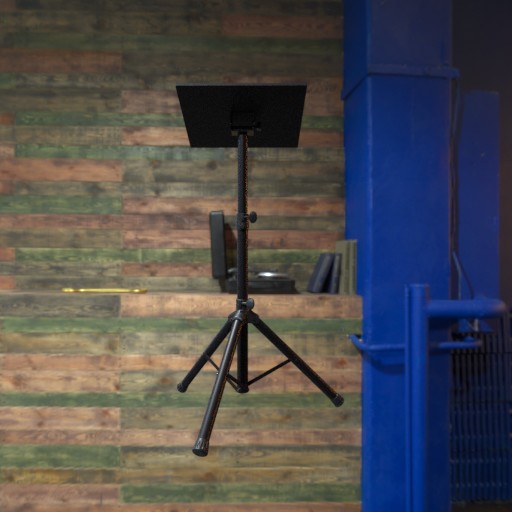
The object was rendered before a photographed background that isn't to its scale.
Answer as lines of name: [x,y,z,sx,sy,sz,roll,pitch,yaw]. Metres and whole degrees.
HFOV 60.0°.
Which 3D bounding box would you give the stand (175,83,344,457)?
stand: [0.000,0.000,1.643,0.702,1.198,0.702,0,-1,0]
